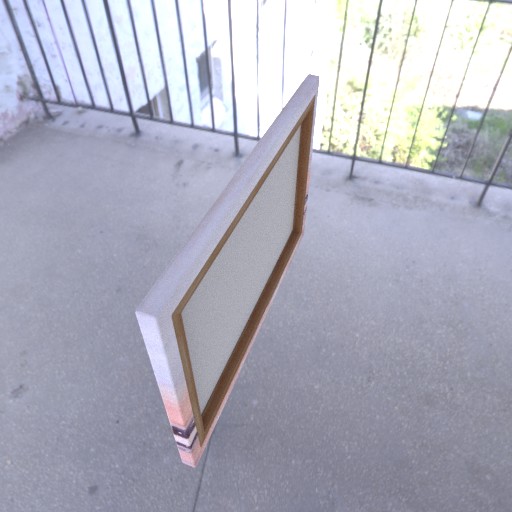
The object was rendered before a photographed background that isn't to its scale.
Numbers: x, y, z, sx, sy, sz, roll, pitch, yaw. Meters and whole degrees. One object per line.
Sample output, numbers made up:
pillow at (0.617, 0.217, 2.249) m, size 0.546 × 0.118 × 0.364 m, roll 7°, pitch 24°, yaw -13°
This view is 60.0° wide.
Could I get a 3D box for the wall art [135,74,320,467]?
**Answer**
wall art at (0.000, 0.000, 1.175) m, size 0.038 × 0.609 × 0.913 m, roll 15°, pitch 47°, yaw 15°
